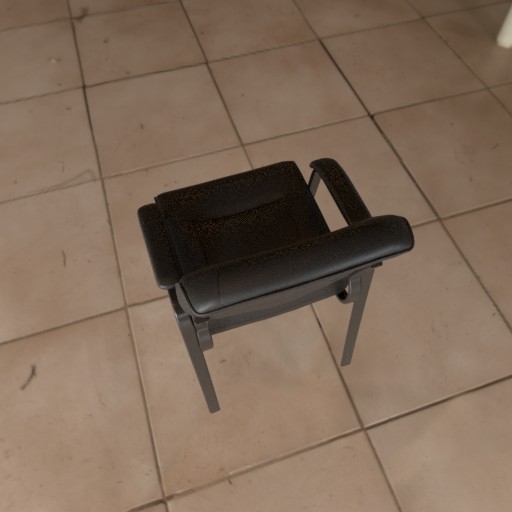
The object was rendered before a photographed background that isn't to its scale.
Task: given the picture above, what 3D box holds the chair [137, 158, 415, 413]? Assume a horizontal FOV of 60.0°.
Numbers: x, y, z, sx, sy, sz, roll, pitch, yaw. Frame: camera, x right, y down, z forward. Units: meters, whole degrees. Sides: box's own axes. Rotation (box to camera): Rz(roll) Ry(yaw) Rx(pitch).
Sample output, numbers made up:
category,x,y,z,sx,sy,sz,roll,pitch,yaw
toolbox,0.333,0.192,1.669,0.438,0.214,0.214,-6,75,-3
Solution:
category,x,y,z,sx,sy,sz,roll,pitch,yaw
chair,0.000,0.000,1.335,0.591,0.910,0.668,-17,60,-10
